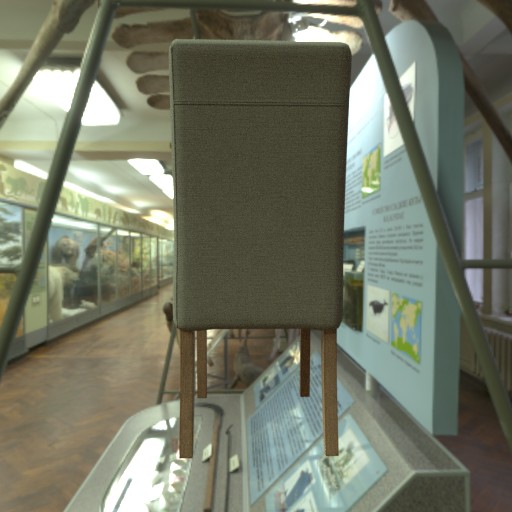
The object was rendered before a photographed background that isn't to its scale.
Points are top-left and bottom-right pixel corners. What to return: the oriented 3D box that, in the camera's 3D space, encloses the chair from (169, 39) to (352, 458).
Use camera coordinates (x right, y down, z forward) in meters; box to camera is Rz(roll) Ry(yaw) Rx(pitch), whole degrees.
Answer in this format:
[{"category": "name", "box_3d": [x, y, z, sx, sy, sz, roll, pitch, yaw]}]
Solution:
[{"category": "chair", "box_3d": [0.000, 0.000, 1.340, 0.450, 1.033, 0.611, 0, 0, -2]}]
